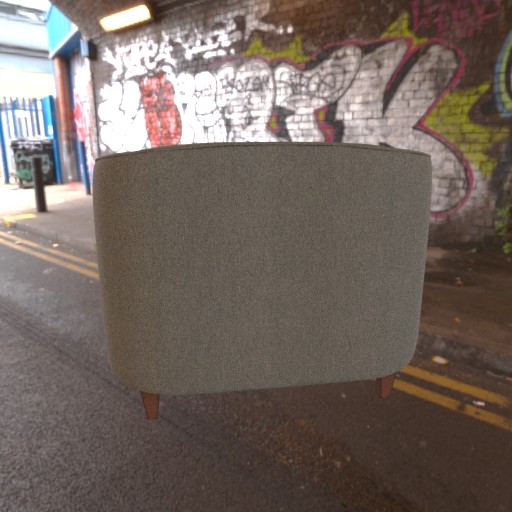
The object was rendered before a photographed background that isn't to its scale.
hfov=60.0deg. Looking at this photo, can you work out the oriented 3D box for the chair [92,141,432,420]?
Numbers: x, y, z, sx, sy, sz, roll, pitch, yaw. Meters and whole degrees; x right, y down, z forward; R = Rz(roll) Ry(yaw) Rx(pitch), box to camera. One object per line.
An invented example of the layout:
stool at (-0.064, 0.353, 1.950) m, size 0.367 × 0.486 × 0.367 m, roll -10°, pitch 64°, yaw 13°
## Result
chair at (0.000, 0.000, 1.711) m, size 1.094 × 0.852 × 0.945 m, roll -2°, pitch 14°, yaw -9°
